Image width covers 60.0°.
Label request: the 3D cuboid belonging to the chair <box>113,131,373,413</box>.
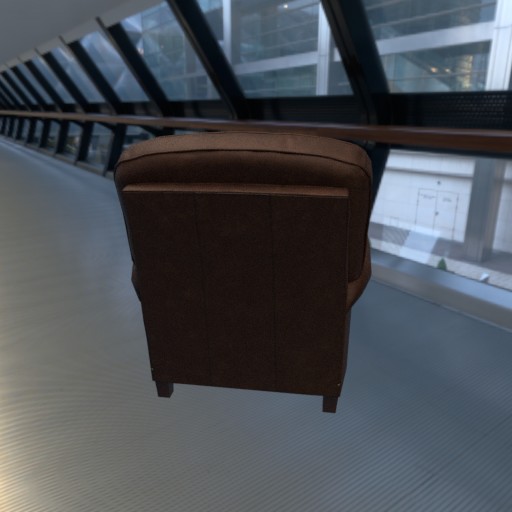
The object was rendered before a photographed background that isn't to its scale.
[{"bbox_3d":[0.000,0.000,1.853,0.936,1.018,0.986,3,17,8],"label":"chair"}]
